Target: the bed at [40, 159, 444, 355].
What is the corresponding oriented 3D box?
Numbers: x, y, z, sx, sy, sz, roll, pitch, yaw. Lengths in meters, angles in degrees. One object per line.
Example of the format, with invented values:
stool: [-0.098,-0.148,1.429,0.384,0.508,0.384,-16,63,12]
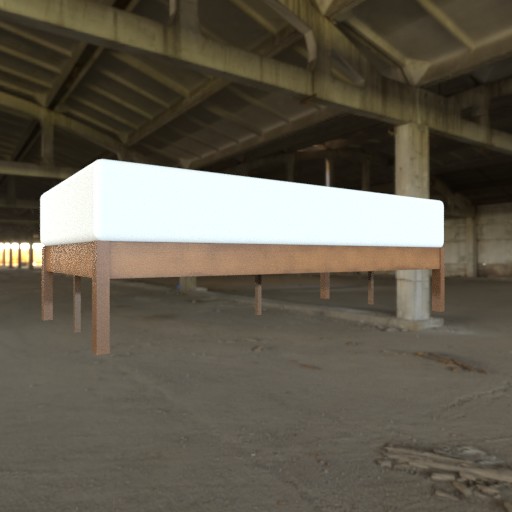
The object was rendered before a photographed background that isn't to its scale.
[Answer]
bed: [0.000,0.000,2.314,1.902,0.616,0.961,0,0,-35]
